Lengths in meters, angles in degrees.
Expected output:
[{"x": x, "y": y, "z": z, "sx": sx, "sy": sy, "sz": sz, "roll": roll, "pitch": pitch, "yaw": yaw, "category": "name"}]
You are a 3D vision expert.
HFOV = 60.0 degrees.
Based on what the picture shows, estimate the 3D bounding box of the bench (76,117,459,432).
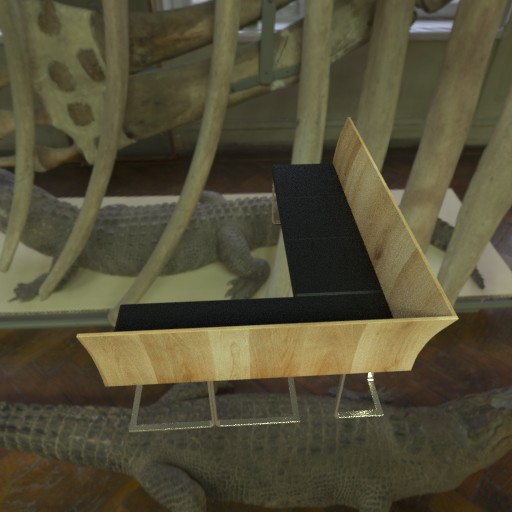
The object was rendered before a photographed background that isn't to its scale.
[{"x": 0.000, "y": 0.000, "z": 2.765, "sx": 1.495, "sy": 0.930, "sz": 1.945, "roll": -2, "pitch": 41, "yaw": -3, "category": "bench"}]
